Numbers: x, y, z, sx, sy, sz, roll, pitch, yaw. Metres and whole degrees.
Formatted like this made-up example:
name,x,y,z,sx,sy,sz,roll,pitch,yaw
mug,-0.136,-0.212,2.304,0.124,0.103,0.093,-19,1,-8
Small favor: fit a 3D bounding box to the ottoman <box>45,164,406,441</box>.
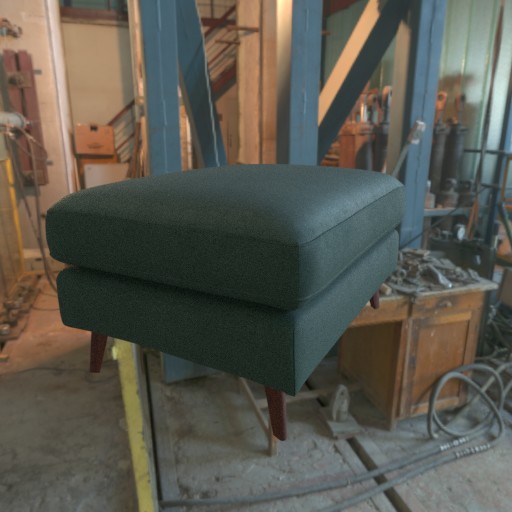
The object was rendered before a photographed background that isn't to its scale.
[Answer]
name,x,y,z,sx,sy,sz,roll,pitch,yaw
ottoman,0.000,0.000,1.147,0.608,0.449,0.811,9,18,27
